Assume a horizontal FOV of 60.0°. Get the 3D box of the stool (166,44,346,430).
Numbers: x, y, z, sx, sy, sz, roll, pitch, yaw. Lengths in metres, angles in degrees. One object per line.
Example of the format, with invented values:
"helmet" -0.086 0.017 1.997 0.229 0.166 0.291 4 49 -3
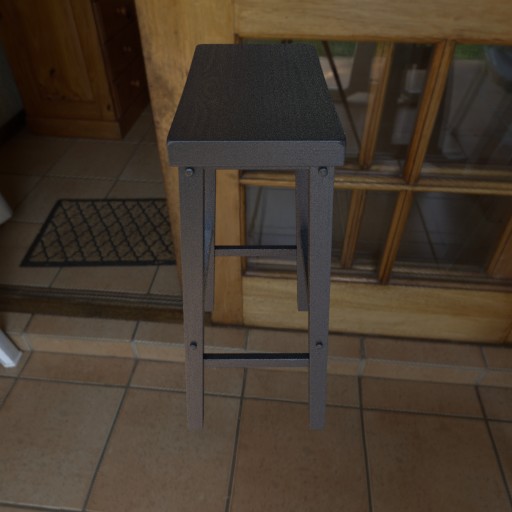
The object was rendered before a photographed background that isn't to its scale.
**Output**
"stool" 0.000 0.000 0.954 0.322 0.742 0.406 0 41 0
